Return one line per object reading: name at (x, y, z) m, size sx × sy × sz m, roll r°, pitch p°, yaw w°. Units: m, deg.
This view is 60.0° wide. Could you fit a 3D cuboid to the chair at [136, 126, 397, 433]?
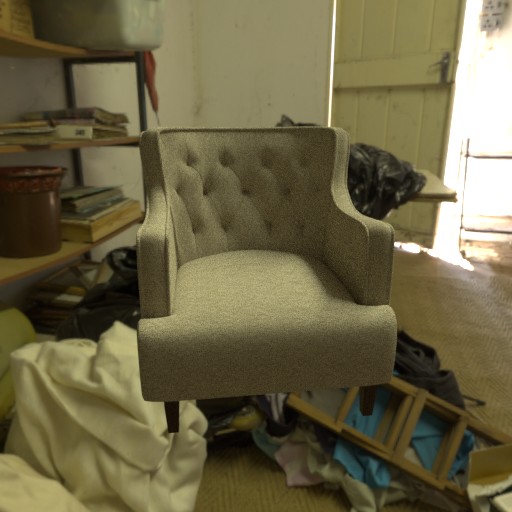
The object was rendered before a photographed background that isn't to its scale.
chair at (0.000, 0.000, 1.680) m, size 0.820 × 0.920 × 0.910 m, roll -2°, pitch 18°, yaw -7°
